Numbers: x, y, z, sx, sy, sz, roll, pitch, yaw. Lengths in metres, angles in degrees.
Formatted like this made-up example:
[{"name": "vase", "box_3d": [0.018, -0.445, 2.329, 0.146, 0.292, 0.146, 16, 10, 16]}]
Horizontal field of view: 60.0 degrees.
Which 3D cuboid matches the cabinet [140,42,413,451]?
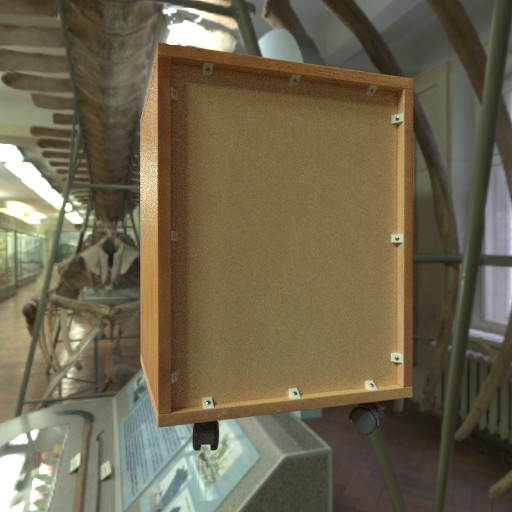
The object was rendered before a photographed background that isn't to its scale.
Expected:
[{"name": "cabinet", "box_3d": [0.000, 0.000, 0.851, 0.409, 0.579, 0.401, 0, 0, -18]}]
